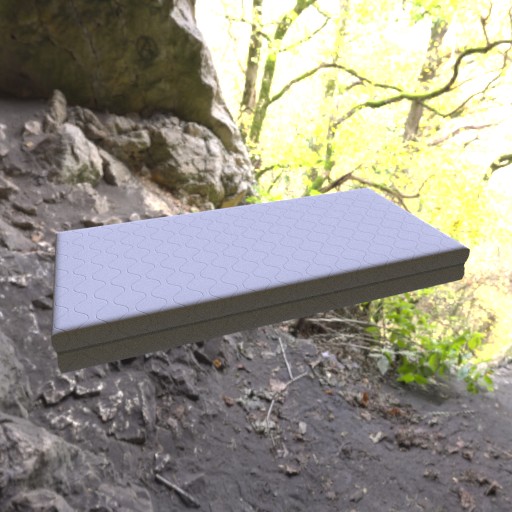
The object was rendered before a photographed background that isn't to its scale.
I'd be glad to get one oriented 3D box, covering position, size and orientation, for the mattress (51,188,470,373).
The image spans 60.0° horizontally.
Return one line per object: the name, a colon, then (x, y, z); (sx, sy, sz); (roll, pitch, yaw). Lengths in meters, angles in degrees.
mattress: (0.000, 0.000, 2.271); (1.900, 0.200, 0.900); (-10, 31, -18)
